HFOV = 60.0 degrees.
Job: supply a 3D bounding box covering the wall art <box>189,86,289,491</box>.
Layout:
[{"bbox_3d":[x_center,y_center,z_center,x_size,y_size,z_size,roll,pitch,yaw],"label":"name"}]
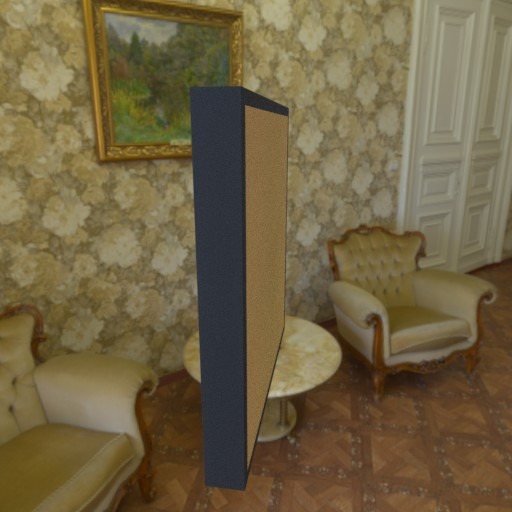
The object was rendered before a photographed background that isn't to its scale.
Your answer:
[{"bbox_3d":[0.000,0.000,0.460,0.033,0.304,0.305,3,16,9],"label":"wall art"}]
